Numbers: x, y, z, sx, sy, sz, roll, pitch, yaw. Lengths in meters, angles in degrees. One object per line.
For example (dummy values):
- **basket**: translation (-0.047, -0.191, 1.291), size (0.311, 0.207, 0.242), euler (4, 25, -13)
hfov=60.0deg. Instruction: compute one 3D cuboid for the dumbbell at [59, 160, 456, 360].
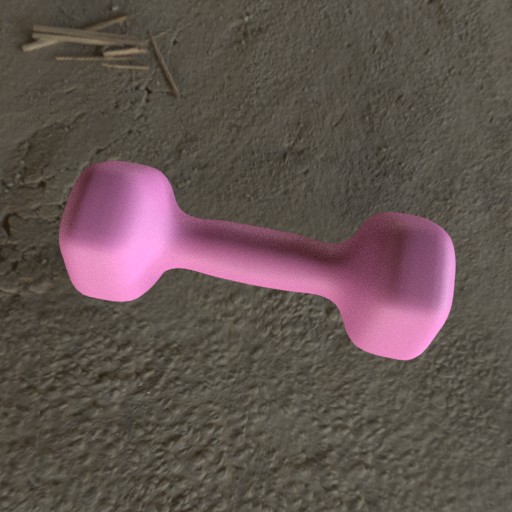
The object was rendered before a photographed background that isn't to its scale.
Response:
- **dumbbell**: translation (0.000, 0.000, 0.192), size (0.159, 0.058, 0.064), euler (12, 76, 3)
